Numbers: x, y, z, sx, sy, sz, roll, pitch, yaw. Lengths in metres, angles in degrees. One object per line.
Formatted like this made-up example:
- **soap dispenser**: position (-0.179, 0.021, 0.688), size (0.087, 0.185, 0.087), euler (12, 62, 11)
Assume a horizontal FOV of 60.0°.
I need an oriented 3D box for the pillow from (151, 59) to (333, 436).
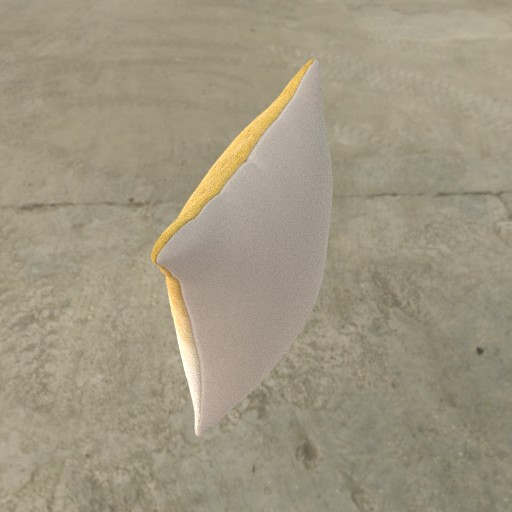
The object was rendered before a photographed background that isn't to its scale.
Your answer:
- **pillow**: position (0.000, 0.000, 0.704), size (0.211, 0.450, 0.450), euler (19, 50, 16)
